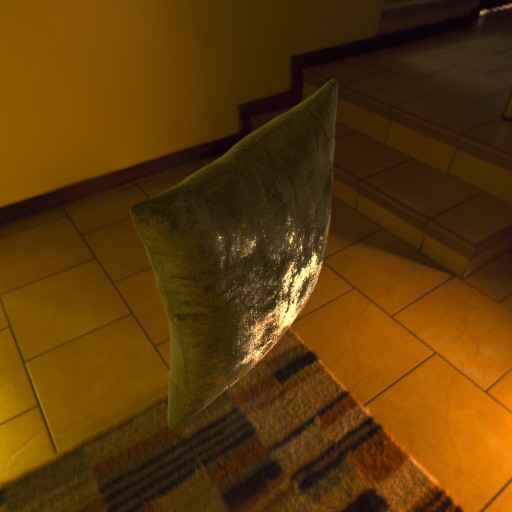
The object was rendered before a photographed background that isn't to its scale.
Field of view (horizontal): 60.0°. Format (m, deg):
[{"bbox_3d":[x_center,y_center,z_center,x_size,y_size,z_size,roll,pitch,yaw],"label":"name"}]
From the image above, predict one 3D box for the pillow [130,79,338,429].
[{"bbox_3d":[0.000,0.000,0.741,0.175,0.464,0.470,24,46,26],"label":"pillow"}]
